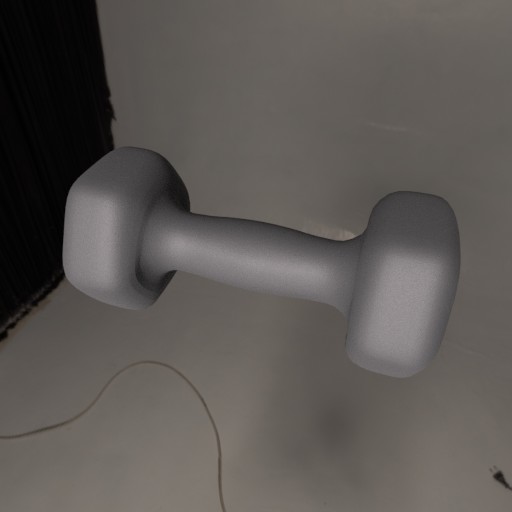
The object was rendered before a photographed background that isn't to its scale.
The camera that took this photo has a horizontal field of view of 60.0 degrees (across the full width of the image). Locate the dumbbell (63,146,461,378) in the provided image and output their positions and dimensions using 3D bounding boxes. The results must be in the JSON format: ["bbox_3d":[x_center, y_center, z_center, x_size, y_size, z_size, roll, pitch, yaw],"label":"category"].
[{"bbox_3d":[0.000,0.000,0.291,0.240,0.105,0.116,12,42,14],"label":"dumbbell"}]
